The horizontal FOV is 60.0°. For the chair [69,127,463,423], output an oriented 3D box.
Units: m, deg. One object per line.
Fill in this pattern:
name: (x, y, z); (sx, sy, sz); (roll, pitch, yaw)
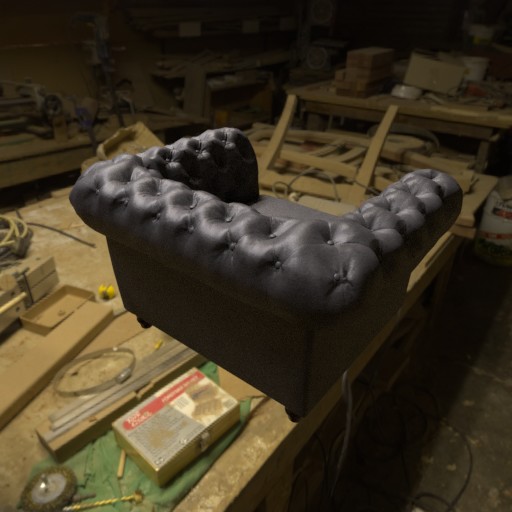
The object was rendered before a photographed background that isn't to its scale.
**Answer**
chair: (0.000, 0.000, 1.841); (1.298, 0.780, 0.943); (22, 37, 33)
